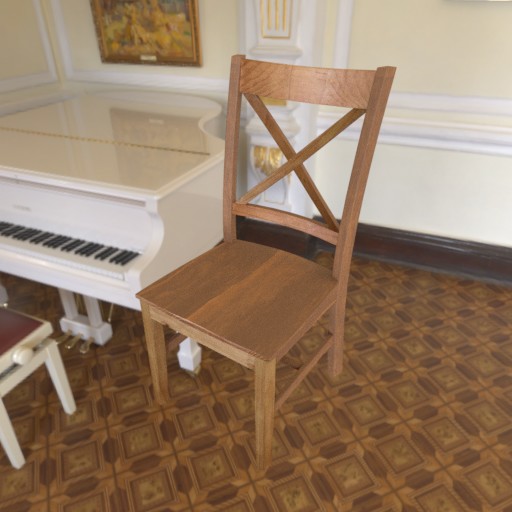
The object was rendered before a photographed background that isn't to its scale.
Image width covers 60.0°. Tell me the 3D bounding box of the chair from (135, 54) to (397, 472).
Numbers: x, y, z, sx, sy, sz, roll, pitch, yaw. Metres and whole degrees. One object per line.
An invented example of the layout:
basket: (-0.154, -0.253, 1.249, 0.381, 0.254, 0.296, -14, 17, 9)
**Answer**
chair: (0.000, 0.000, 1.263, 0.485, 0.983, 0.542, 19, 35, 30)
